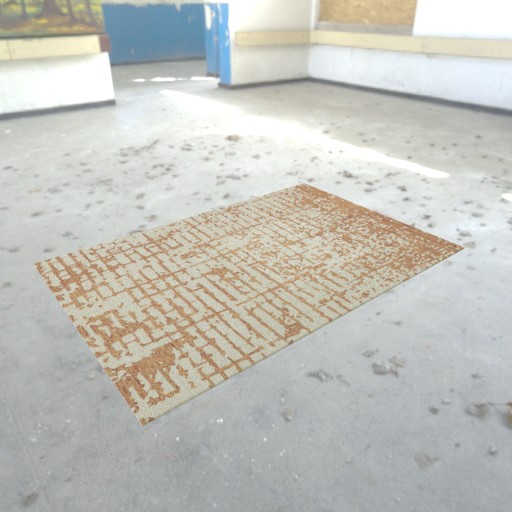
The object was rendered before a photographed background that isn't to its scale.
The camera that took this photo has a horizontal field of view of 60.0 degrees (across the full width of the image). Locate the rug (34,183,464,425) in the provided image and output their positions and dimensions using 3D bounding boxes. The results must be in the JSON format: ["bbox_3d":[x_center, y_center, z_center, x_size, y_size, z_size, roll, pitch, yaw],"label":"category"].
[{"bbox_3d":[0.000,0.000,2.253,1.829,0.011,1.219,-21,36,-32],"label":"rug"}]
